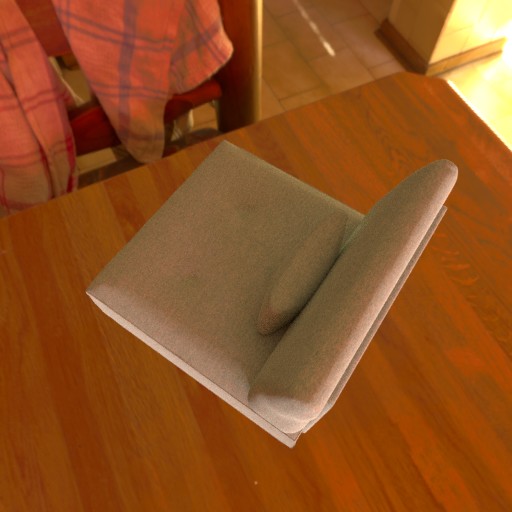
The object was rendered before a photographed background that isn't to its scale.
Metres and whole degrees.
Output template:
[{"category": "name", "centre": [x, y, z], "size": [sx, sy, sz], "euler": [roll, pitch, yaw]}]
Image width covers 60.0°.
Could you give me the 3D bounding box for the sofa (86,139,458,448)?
[{"category": "sofa", "centre": [0.000, 0.000, 1.687], "size": [1.000, 0.820, 0.930], "euler": [31, 67, 15]}]
